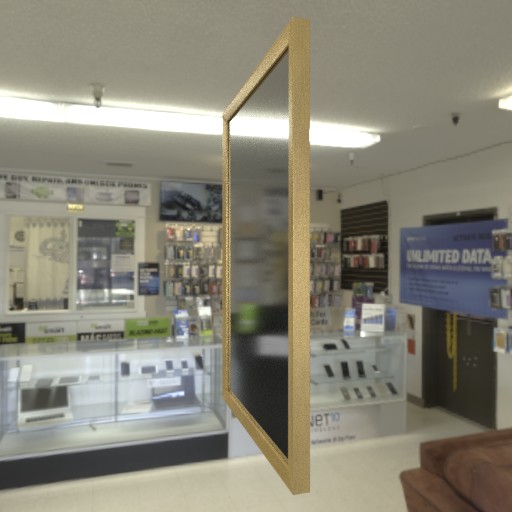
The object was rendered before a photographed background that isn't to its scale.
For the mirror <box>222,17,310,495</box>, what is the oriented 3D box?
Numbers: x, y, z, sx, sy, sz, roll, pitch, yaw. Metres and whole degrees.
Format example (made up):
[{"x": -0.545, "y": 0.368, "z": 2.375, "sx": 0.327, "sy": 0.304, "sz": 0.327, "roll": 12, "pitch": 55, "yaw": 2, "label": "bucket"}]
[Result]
[{"x": 0.000, "y": 0.000, "z": 1.144, "sx": 0.040, "sy": 0.915, "sz": 0.609, "roll": 0, "pitch": 0, "yaw": -17, "label": "mirror"}]
